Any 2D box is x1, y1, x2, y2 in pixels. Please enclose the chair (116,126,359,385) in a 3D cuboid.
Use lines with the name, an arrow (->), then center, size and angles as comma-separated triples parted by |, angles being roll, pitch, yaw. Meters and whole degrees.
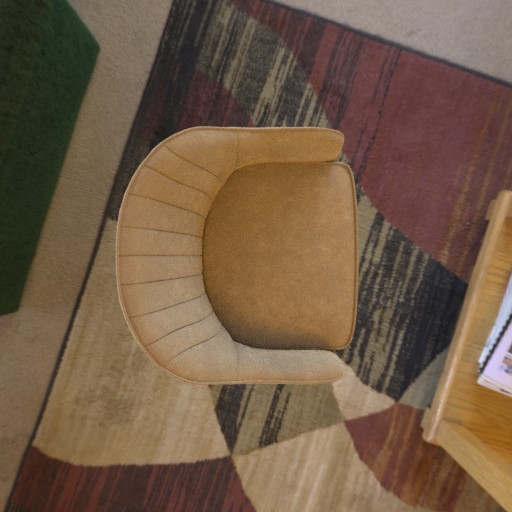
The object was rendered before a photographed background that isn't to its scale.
chair -> 0.000, 0.000, 1.264 | 0.573, 0.831, 0.635 | 0, 90, -1
